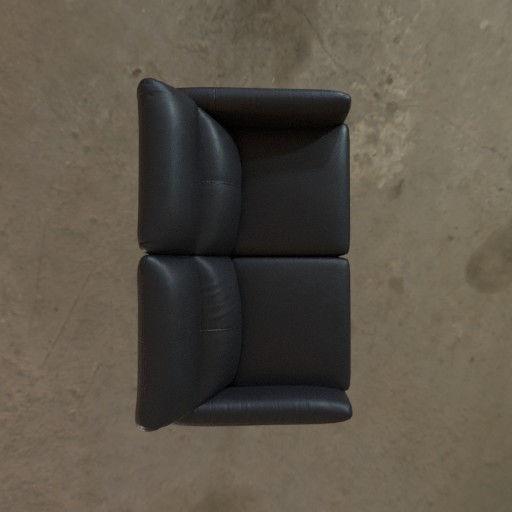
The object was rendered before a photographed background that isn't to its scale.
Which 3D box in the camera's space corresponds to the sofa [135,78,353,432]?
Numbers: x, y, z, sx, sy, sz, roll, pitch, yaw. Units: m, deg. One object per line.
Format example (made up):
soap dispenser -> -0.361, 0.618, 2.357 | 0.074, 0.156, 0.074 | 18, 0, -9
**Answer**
sofa -> 0.000, 0.000, 2.168 | 0.958, 0.920, 1.596 | 0, 89, 0
